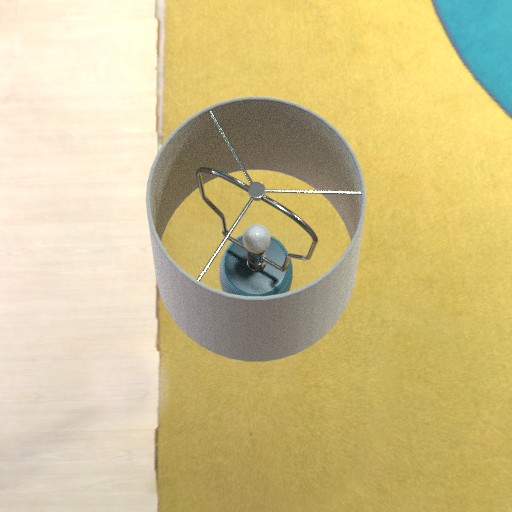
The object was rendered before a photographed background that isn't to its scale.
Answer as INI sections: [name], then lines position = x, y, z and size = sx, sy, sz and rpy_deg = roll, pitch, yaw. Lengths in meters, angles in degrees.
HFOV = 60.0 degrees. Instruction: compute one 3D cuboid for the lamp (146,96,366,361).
[lamp]
position = 0.000, 0.000, 0.549
size = 0.254, 0.392, 0.254
rpy_deg = 0, 74, 0
